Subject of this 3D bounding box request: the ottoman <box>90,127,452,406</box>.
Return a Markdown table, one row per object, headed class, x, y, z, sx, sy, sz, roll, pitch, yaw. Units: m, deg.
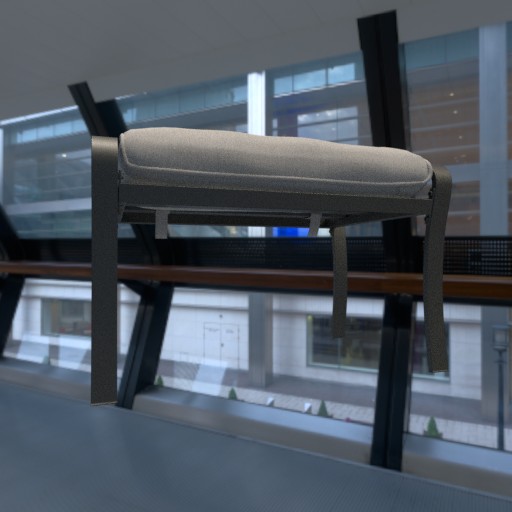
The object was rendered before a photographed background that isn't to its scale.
| class | x | y | z | sx | sy | sz | roll | pitch | yaw |
| --- | --- | --- | --- | --- | --- | --- | --- | --- | --- |
| ottoman | 0.000 | 0.000 | 0.892 | 0.610 | 0.422 | 0.406 | 0 | -1 | -18 |
